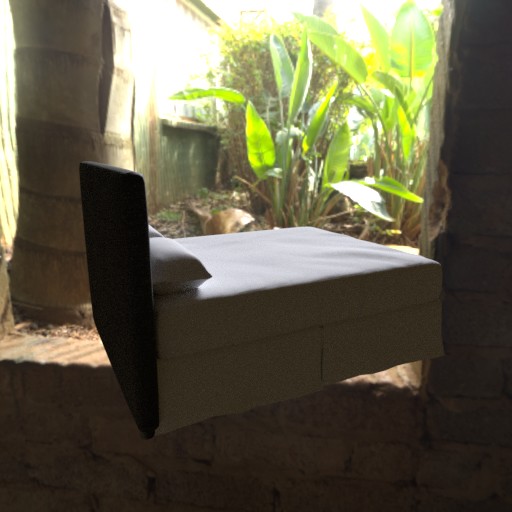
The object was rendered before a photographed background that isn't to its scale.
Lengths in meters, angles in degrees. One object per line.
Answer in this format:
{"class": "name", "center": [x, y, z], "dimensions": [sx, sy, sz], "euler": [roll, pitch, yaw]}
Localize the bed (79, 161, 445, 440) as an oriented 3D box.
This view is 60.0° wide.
{"class": "bed", "center": [0.000, 0.000, 3.184], "dimensions": [2.142, 1.330, 1.723], "euler": [-7, 15, -26]}
